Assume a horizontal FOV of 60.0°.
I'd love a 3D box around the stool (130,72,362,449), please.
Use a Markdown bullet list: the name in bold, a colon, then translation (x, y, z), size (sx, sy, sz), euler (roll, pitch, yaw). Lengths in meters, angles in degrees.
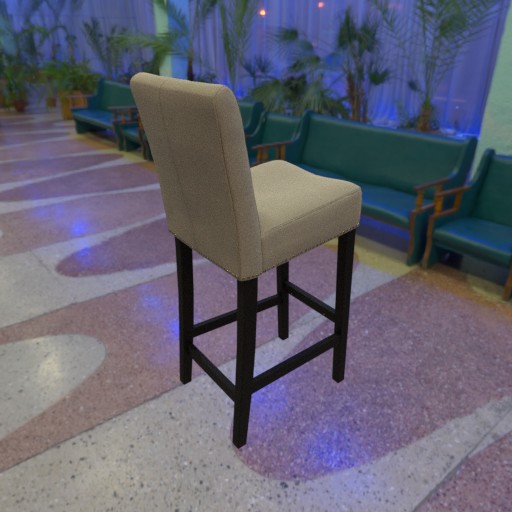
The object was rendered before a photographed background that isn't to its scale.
- **stool**: translation (0.000, 0.000, 1.363), size (0.548, 1.047, 0.411), euler (-19, 33, -33)
